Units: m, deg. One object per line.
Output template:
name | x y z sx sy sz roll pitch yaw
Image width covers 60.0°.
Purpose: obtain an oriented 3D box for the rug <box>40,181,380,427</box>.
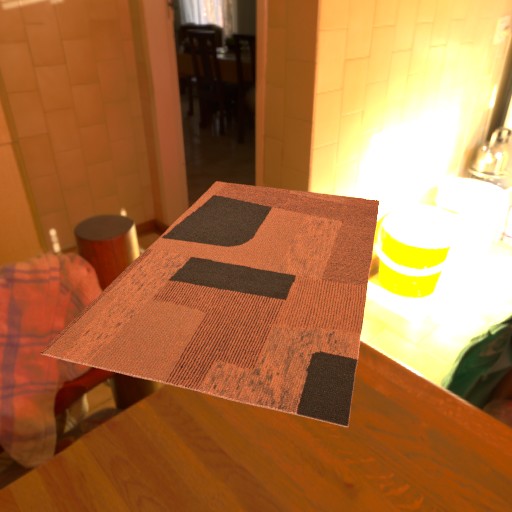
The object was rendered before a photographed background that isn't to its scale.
rug | 0.000 0.000 3.015 1.521 0.015 2.436 9 32 14
